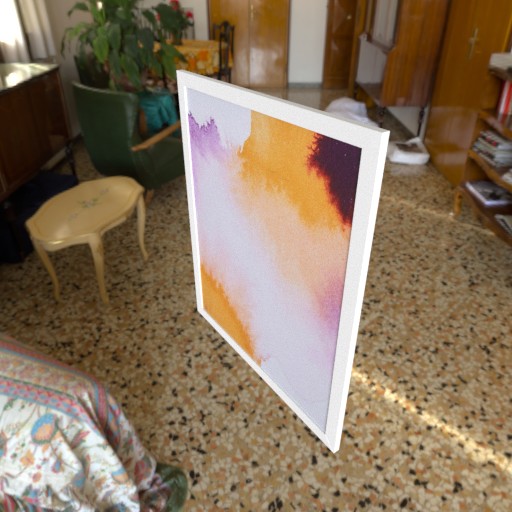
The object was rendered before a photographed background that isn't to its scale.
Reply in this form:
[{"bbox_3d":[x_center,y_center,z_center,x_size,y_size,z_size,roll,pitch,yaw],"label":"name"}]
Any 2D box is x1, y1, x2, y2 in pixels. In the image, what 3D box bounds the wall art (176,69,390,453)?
[{"bbox_3d":[0.000,0.000,0.789,0.012,0.557,0.482,-21,37,-30],"label":"wall art"}]
